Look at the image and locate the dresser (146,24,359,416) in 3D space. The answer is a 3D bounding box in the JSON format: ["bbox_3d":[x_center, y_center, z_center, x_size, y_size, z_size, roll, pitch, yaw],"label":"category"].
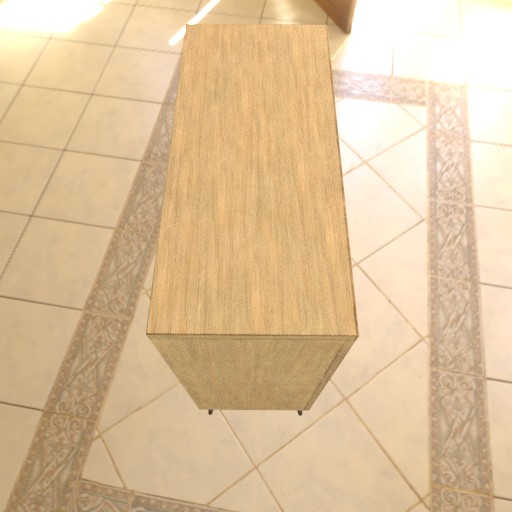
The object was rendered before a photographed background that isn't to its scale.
[{"bbox_3d":[0.000,0.000,1.703,0.457,1.219,1.016,0,62,0],"label":"dresser"}]
